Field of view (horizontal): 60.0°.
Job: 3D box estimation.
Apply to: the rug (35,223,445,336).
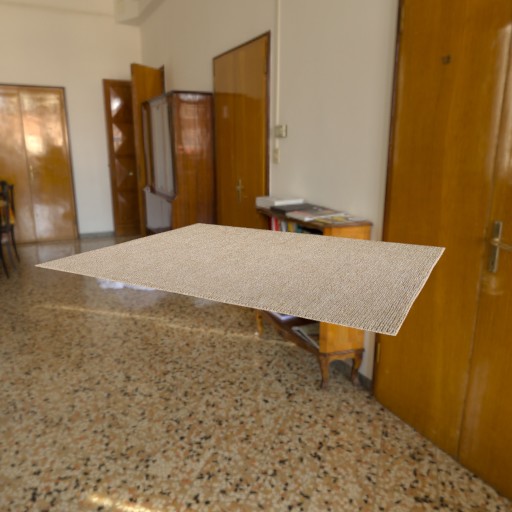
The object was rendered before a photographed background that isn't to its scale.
[{"bbox_3d":[0.000,0.000,4.141,3.034,0.012,2.406,7,16,28],"label":"rug"}]
